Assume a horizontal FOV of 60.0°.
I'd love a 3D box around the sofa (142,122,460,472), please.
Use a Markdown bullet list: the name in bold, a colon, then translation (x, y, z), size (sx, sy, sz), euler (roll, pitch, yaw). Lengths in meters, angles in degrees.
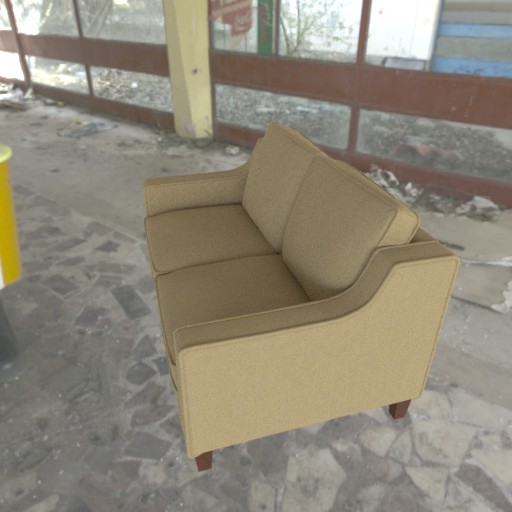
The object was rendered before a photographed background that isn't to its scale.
- **sofa**: translation (0.000, 0.000, 2.140), size (0.987, 0.971, 1.501), euler (-9, 32, -14)
